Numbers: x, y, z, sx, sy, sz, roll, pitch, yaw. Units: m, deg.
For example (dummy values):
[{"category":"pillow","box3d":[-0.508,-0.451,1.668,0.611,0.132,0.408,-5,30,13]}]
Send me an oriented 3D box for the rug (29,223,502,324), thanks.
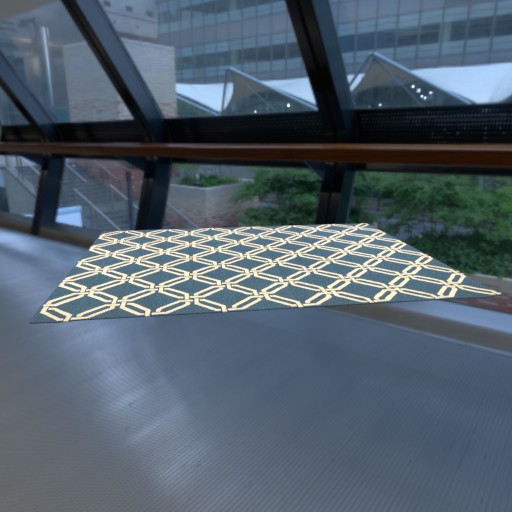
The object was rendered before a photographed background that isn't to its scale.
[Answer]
[{"category":"rug","box3d":[0.000,0.000,3.703,2.867,0.020,2.277,-2,16,-8]}]
